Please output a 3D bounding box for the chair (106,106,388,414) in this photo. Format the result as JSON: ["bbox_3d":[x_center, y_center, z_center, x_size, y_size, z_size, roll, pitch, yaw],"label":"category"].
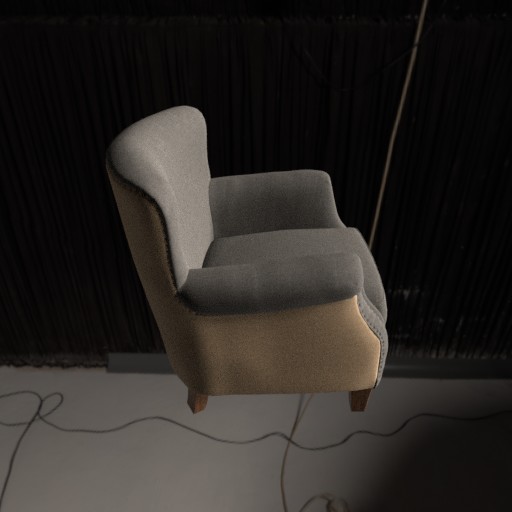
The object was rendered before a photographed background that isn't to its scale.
[{"bbox_3d":[0.000,0.000,1.654,0.921,0.936,0.861,0,32,0],"label":"chair"}]
